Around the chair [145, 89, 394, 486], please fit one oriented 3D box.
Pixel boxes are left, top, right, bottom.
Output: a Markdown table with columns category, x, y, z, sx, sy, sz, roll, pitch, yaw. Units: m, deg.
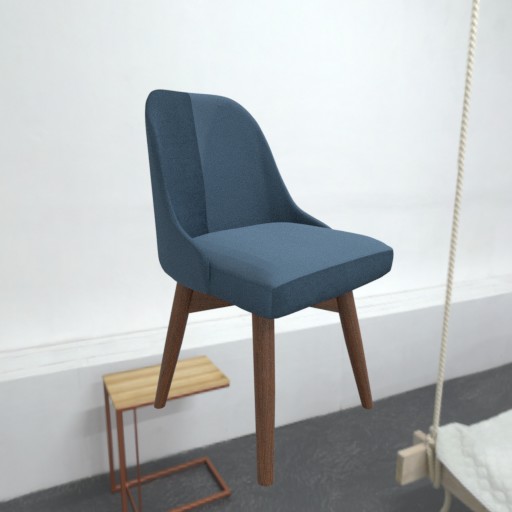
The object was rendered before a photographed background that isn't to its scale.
| category | x | y | z | sx | sy | sz | roll | pitch | yaw |
| --- | --- | --- | --- | --- | --- | --- | --- | --- | --- |
| chair | 0.000 | 0.000 | 1.198 | 0.503 | 0.882 | 0.589 | -13 | 19 | -43 |
